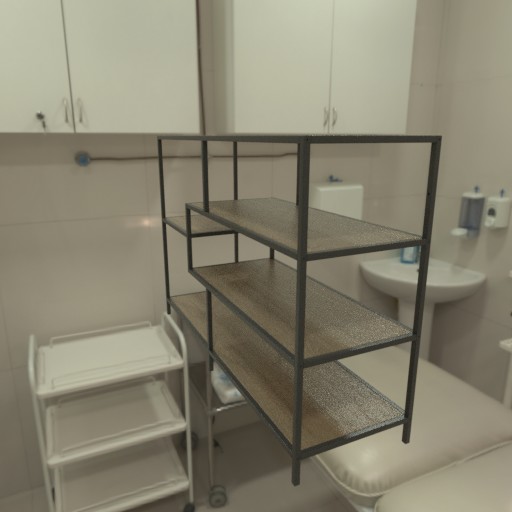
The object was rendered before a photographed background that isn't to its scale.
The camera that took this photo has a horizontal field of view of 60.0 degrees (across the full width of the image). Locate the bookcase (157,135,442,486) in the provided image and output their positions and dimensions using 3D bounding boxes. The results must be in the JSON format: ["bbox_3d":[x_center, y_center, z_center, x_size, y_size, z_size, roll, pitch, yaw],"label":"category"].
[{"bbox_3d":[0.000,0.000,1.486,0.350,0.780,1.140,-7,17,-25],"label":"bookcase"}]
